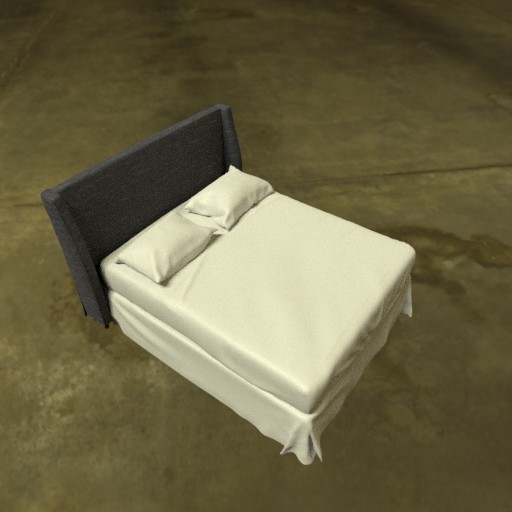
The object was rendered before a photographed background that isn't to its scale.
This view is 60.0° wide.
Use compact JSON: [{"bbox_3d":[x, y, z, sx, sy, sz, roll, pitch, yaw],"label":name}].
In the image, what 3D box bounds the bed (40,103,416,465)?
[{"bbox_3d":[0.000,0.000,3.493,2.276,1.332,1.925,26,48,26],"label":"bed"}]
